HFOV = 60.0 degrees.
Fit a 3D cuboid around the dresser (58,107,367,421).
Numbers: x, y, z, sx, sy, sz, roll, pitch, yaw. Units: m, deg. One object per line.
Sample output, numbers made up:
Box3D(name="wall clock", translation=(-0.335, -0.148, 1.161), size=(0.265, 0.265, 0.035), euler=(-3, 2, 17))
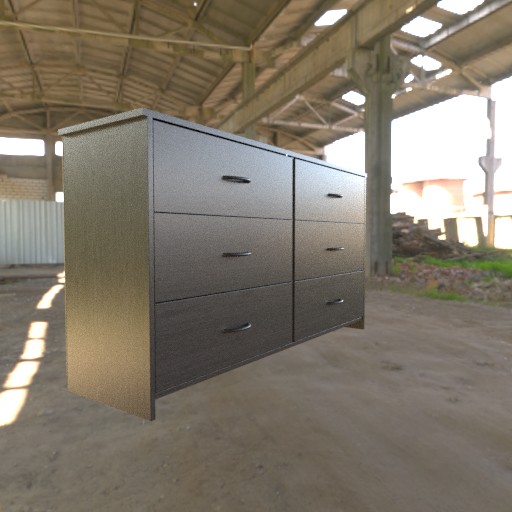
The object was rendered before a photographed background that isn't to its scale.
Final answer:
Box3D(name="dresser", translation=(0.000, 0.000, 1.703), size=(0.401, 0.755, 1.360), euler=(2, 3, 36))
